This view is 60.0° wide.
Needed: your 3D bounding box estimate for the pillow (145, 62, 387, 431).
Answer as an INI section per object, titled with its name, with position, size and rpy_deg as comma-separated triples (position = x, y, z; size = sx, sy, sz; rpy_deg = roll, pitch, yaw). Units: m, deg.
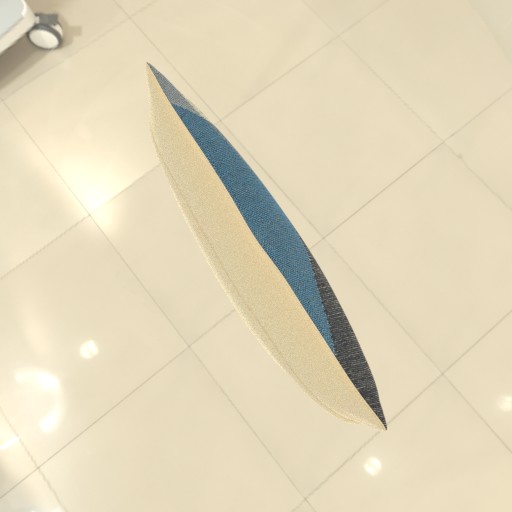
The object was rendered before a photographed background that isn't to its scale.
[pillow]
position = 0.000, 0.000, 0.724
size = 0.148, 0.307, 0.604
rpy_deg = -31, 78, -7
